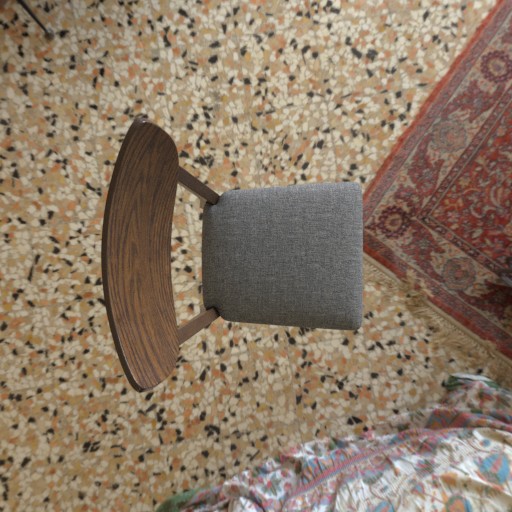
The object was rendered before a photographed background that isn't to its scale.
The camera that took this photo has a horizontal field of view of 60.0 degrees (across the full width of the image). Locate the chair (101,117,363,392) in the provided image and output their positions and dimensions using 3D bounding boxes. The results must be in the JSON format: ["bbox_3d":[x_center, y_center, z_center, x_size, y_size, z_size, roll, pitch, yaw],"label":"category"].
[{"bbox_3d":[0.000,0.000,1.201,0.583,0.849,0.491,0,90,-1],"label":"chair"}]
